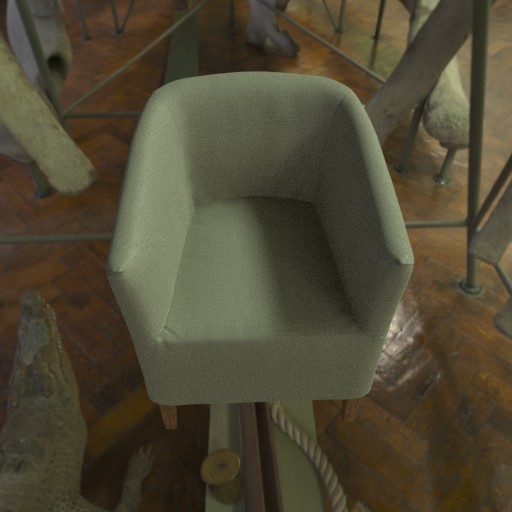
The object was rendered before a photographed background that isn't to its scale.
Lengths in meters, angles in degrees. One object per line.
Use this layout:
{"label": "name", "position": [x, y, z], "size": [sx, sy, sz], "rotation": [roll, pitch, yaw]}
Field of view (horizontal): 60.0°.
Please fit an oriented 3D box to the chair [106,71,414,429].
{"label": "chair", "position": [0.000, 0.000, 1.247], "size": [0.600, 0.771, 0.668], "rotation": [-2, 45, -2]}
